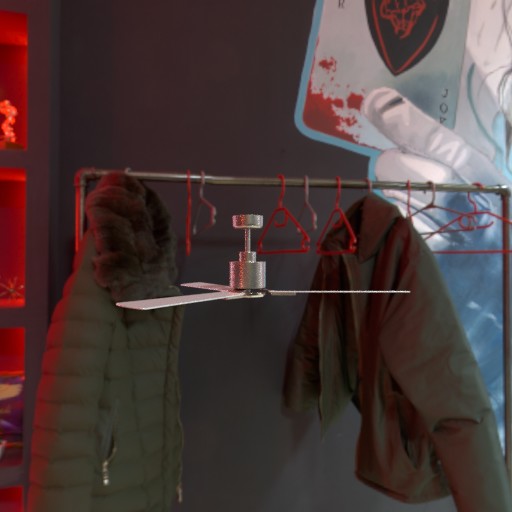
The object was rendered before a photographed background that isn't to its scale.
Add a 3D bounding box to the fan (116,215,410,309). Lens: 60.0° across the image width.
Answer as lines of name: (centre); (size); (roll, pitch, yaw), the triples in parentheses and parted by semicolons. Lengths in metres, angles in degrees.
fan: (0.000, 0.000, 2.353); (1.561, 0.446, 1.531); (0, 0, 18)
